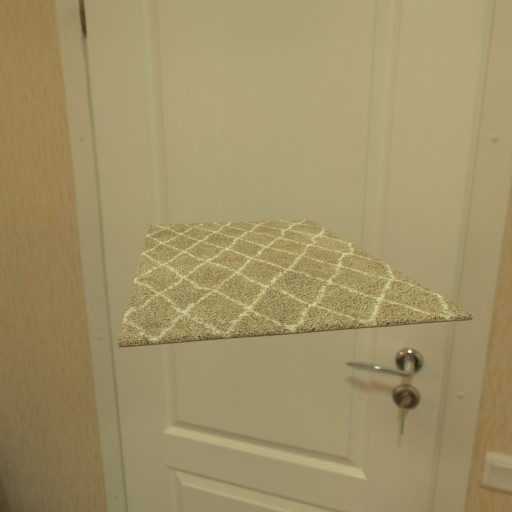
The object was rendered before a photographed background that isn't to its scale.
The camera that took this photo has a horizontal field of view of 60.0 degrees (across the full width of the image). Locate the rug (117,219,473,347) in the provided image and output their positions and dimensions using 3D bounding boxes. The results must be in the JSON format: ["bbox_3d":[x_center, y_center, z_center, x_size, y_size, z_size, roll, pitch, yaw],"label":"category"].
[{"bbox_3d":[0.000,0.000,2.983,1.524,0.030,2.438,-3,15,-10],"label":"rug"}]
